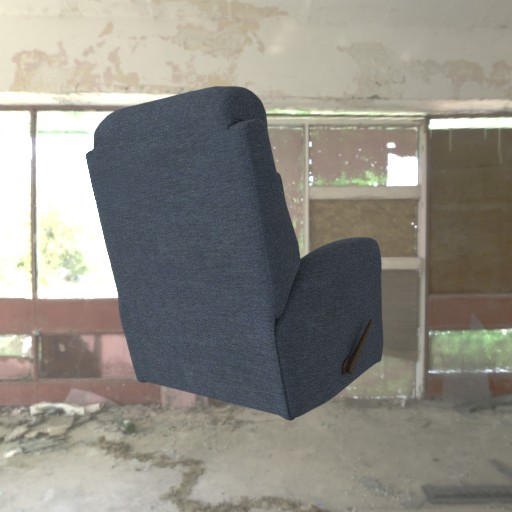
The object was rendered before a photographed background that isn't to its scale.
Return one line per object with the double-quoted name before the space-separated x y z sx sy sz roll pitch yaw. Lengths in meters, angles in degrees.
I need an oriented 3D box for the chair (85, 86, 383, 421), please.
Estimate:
"chair" 0.000 0.000 1.716 0.798 1.013 1.043 1 2 34
